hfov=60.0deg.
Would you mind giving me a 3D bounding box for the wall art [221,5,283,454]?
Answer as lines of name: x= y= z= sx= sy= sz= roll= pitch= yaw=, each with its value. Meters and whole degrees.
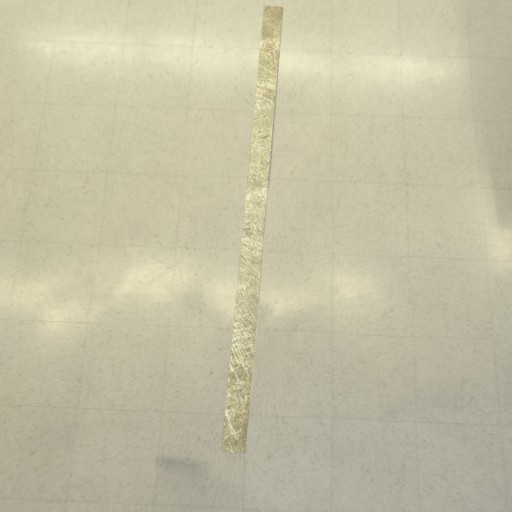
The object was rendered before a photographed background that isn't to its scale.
wall art: x=0.000 y=0.000 z=1.568 sx=0.051 sy=1.091 sz=1.092 roll=5 pitch=77 yaw=1
